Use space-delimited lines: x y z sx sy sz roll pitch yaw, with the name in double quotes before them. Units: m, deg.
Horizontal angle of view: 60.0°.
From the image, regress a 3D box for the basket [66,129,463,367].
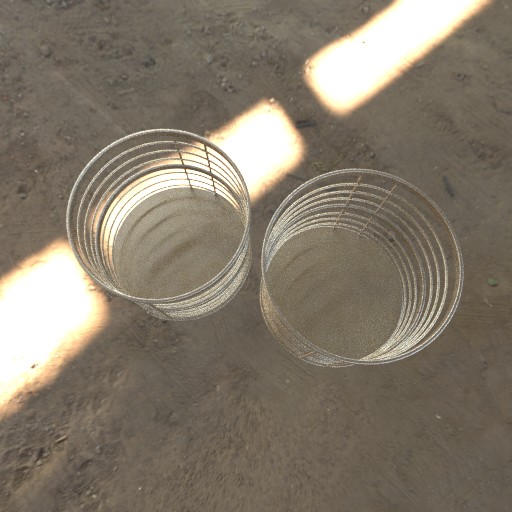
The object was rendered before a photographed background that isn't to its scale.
"basket" 0.000 0.000 0.965 0.746 0.351 0.356 16 76 4
